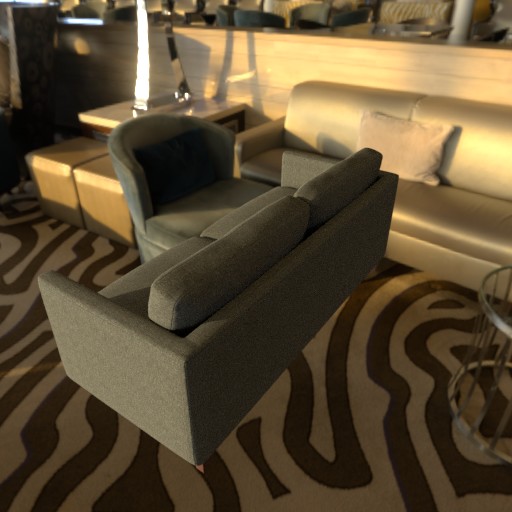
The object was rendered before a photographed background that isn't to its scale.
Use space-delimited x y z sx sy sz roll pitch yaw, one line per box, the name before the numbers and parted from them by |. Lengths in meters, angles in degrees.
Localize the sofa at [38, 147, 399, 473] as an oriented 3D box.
sofa | 0.000 0.000 2.680 0.948 0.965 2.208 20 37 29
